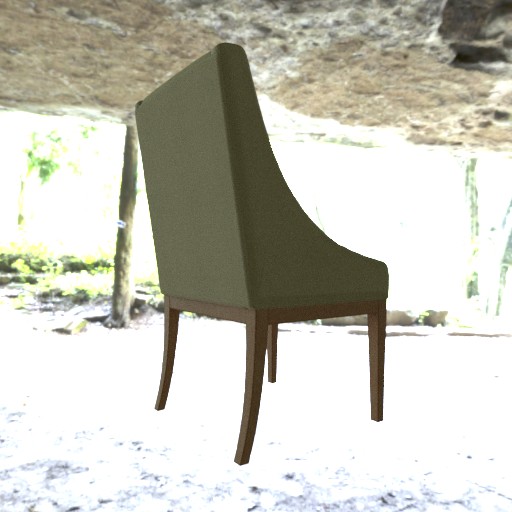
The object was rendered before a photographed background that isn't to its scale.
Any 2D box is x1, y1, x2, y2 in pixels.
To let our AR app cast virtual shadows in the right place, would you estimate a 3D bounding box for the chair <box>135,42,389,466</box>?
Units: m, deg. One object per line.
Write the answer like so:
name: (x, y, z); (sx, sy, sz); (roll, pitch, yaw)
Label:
chair: (0.000, 0.000, 1.419); (0.611, 1.021, 0.575); (0, 0, -37)
